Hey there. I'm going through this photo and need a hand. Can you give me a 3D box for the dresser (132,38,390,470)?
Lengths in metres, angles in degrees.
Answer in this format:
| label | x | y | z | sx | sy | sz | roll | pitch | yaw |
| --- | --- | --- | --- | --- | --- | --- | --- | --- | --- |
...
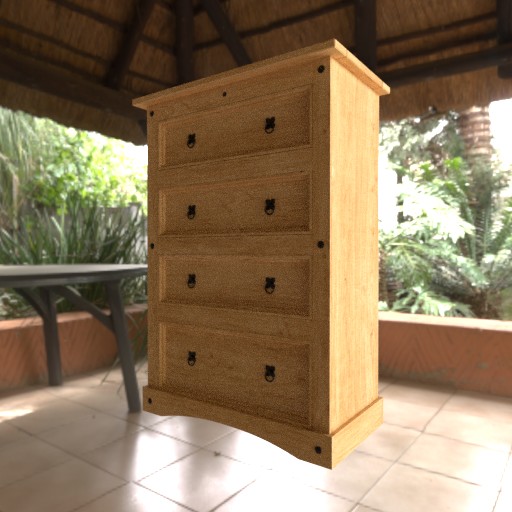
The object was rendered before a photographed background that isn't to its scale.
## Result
| label | x | y | z | sx | sy | sz | roll | pitch | yaw |
| --- | --- | --- | --- | --- | --- | --- | --- | --- | --- |
| dresser | 0.000 | 0.000 | 1.773 | 0.915 | 1.300 | 0.485 | 1 | 1 | 35 |
